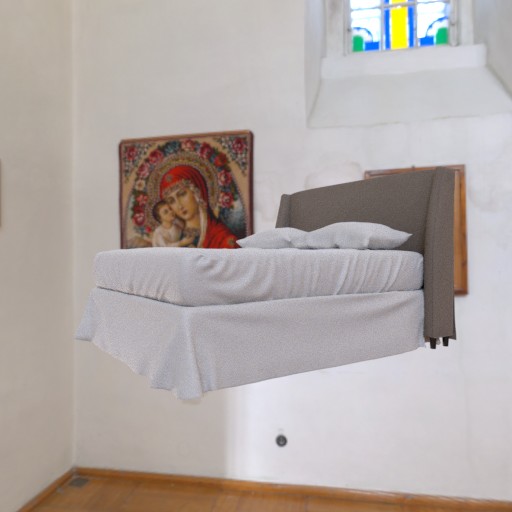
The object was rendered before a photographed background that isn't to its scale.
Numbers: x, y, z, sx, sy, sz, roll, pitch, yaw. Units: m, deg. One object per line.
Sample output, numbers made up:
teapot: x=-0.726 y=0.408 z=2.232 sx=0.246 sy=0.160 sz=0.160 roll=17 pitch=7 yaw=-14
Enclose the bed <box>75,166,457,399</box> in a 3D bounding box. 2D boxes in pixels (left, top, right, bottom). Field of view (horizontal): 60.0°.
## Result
bed: x=0.000 y=0.000 z=3.388 sx=2.276 sy=1.332 sz=1.925 roll=0 pitch=0 yaw=-35
